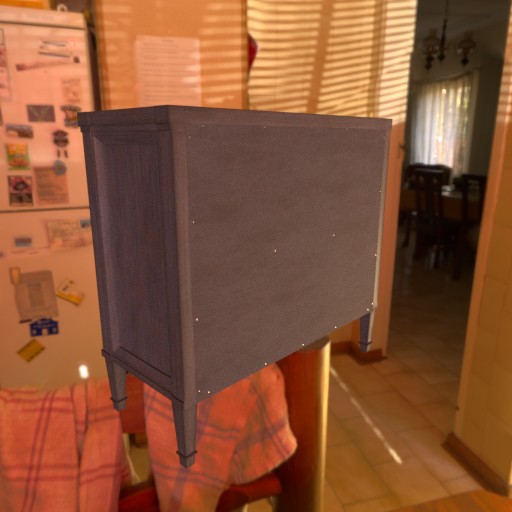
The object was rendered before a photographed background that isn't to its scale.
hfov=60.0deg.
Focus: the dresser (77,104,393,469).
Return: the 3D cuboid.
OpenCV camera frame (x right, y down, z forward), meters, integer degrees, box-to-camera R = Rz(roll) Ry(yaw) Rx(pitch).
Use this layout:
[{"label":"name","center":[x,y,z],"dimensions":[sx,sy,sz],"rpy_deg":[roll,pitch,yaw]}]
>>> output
[{"label":"dresser","center":[0.000,0.000,1.637],"dimensions":[0.463,0.986,1.049],"rpy_deg":[14,20,42]}]
